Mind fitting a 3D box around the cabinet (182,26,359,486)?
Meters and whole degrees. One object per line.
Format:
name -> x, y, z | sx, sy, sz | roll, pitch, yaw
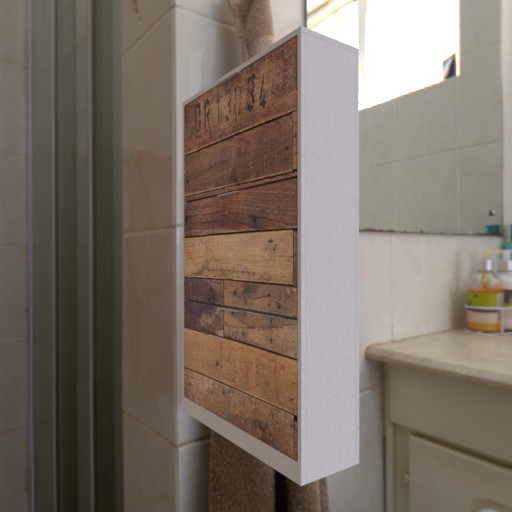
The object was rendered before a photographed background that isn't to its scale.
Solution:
cabinet -> 0.000, 0.000, 1.602 | 0.250, 1.280, 0.750 | 0, 0, -35
